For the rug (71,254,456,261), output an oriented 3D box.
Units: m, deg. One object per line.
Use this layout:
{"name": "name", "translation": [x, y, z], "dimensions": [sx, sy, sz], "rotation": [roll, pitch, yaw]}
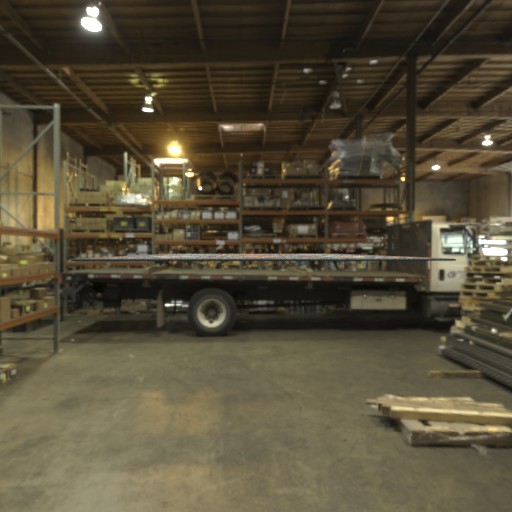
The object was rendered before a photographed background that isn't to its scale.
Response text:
{"name": "rug", "translation": [0.000, 0.000, 3.010], "dimensions": [1.622, 0.009, 2.373], "rotation": [0, 1, -2]}
